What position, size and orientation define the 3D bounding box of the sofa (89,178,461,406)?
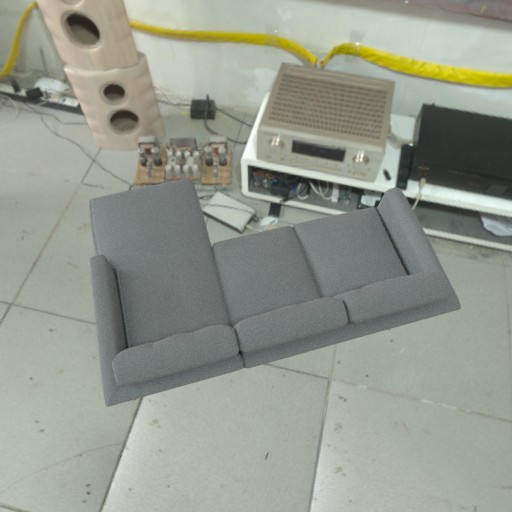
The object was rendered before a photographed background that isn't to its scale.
[{"bbox_3d":[0.000,0.000,2.896,2.040,0.860,1.530,-14,60,-8],"label":"sofa"}]
